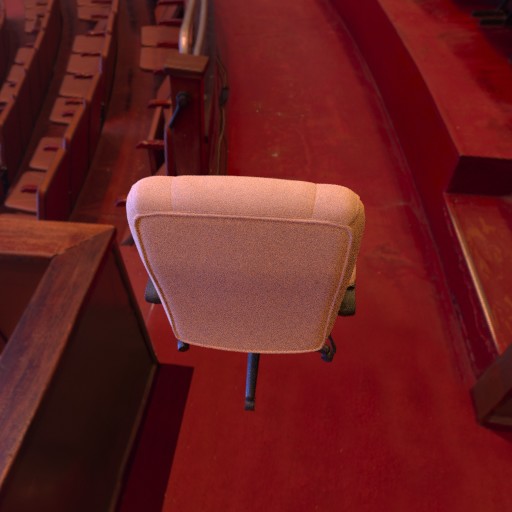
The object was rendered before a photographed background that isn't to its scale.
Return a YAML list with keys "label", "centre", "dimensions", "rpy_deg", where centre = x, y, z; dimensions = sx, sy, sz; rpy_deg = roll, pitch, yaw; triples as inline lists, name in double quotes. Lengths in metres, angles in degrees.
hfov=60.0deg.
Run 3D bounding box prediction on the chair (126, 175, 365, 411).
- label: "chair"
  centre: [0.000, 0.000, 1.521]
  dimensions: [0.667, 1.105, 0.724]
  rpy_deg: [3, 47, 3]
